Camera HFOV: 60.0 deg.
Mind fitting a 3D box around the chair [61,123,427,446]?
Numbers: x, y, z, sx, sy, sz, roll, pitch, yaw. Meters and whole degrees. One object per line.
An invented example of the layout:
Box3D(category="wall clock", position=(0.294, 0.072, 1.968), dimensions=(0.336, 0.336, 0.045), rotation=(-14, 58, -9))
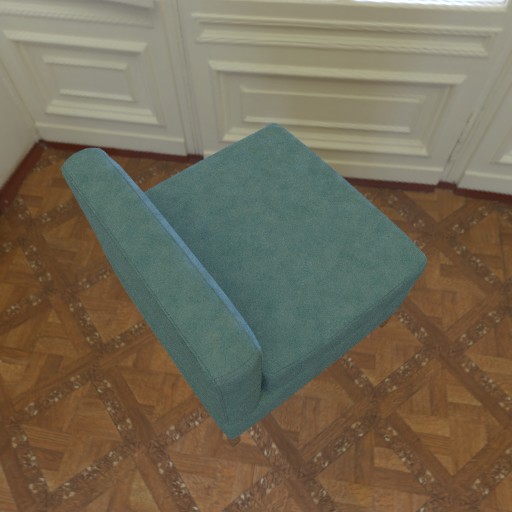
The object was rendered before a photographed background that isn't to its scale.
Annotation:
Box3D(category="chair", position=(0.000, 0.000, 1.262), dimensions=(0.685, 0.660, 0.684), rotation=(-33, 64, -18))
